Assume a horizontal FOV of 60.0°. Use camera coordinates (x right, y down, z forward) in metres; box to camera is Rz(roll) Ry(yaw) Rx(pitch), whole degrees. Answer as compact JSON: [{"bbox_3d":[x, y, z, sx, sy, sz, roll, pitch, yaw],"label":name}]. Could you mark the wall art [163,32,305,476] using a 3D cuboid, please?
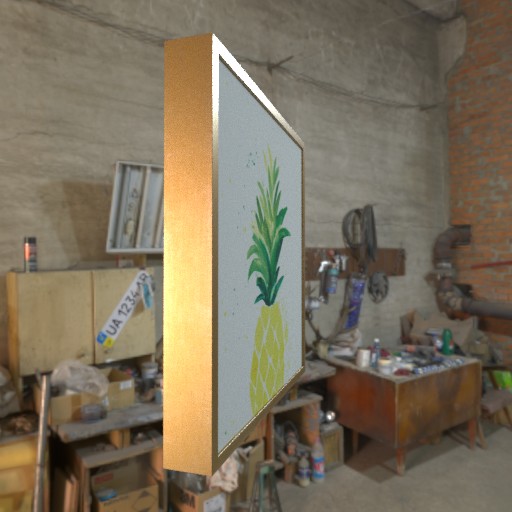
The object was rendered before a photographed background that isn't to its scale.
[{"bbox_3d":[0.000,0.000,0.455,0.038,0.305,0.306,0,-1,18],"label":"wall art"}]
